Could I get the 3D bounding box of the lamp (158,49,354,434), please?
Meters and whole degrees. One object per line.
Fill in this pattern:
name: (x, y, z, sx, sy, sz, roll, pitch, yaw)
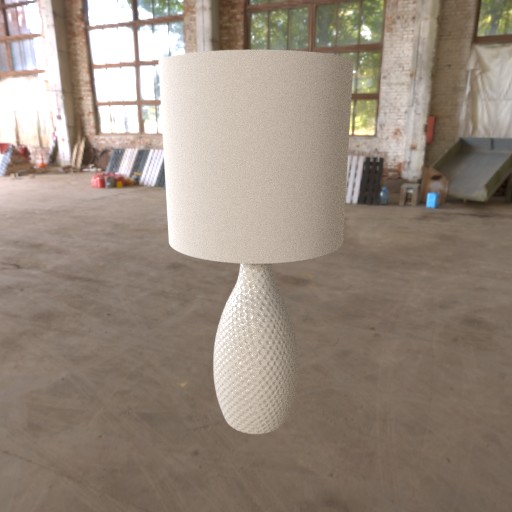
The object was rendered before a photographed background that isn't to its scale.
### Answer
lamp: (0.000, 0.000, 0.563, 0.214, 0.466, 0.214, 16, 23, 42)
